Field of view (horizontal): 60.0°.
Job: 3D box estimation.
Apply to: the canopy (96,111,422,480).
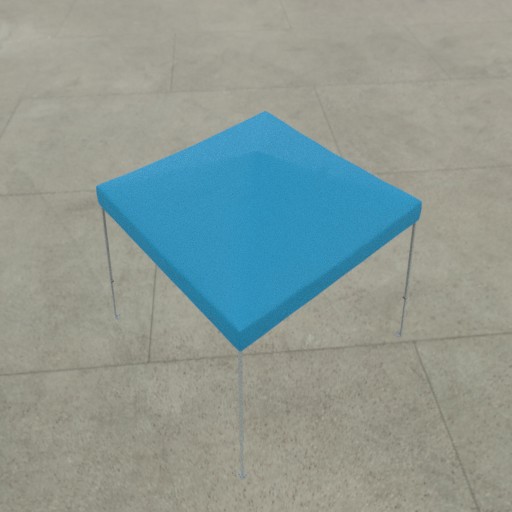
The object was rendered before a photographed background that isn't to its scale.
[{"bbox_3d":[0.000,0.000,6.495,3.600,3.600,3.599,-32,55,-26],"label":"canopy"}]
